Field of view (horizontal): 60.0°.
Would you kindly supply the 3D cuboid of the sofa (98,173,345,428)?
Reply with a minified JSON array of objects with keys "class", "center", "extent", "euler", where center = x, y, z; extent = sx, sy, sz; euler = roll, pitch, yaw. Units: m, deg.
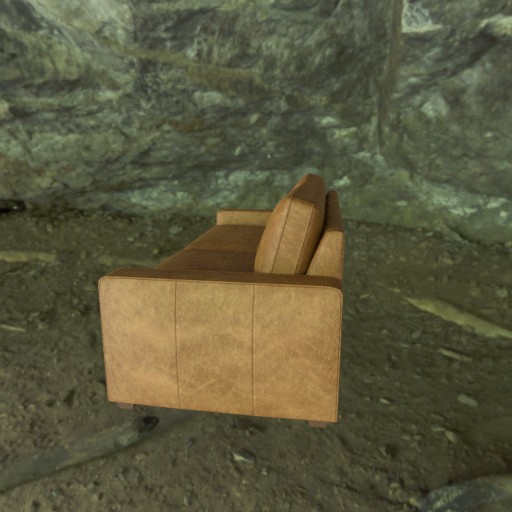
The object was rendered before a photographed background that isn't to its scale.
[{"class":"sofa","center":[0.000,0.000,2.734],"extent":[0.991,0.928,2.156],"euler":[2,14,9]}]
